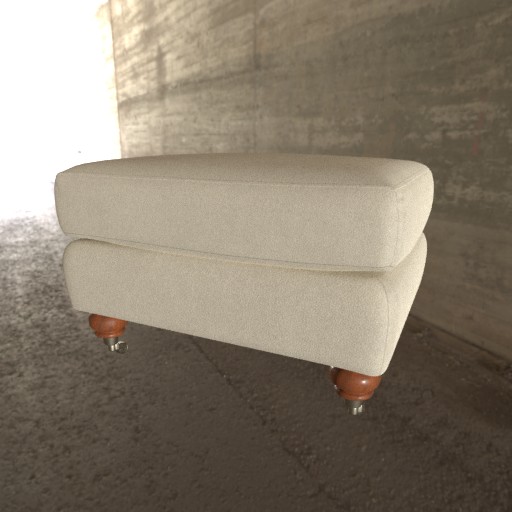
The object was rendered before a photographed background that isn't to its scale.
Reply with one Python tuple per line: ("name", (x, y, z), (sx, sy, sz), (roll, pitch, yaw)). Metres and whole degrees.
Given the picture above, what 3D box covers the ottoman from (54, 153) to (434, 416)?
("ottoman", (0.000, 0.000, 1.107), (0.773, 0.499, 0.569), (7, 16, 25))
